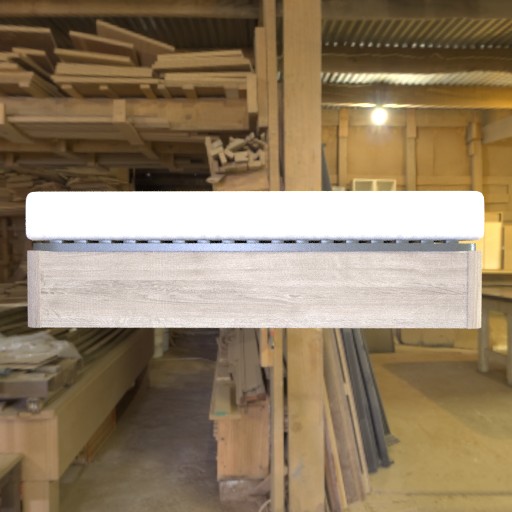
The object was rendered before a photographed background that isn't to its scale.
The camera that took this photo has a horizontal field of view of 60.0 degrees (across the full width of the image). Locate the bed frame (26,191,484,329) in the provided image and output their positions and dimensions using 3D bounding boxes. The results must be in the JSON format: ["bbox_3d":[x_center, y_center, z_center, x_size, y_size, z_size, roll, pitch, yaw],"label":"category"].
[{"bbox_3d":[0.000,0.000,2.491,1.900,0.561,1.400,0,1,1],"label":"bed frame"}]
